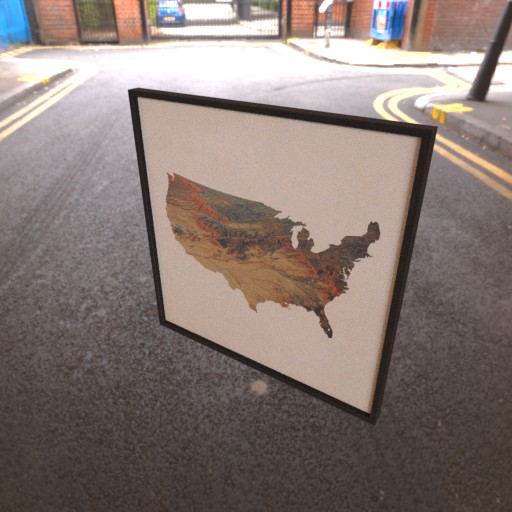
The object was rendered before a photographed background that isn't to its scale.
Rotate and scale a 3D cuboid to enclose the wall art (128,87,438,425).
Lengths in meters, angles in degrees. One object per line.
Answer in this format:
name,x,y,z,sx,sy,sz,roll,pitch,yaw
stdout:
wall art,0.000,0.000,1.158,0.762,0.762,0.038,18,34,28
